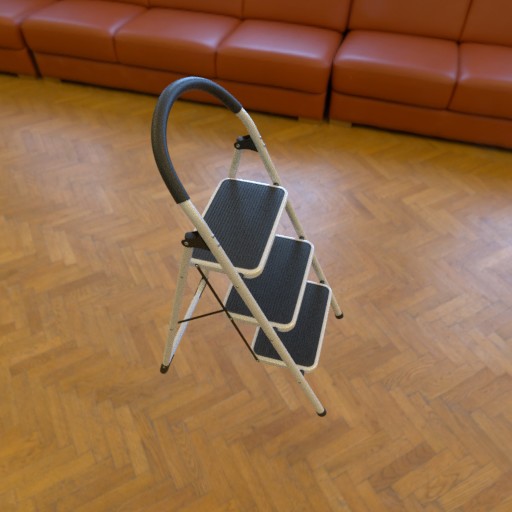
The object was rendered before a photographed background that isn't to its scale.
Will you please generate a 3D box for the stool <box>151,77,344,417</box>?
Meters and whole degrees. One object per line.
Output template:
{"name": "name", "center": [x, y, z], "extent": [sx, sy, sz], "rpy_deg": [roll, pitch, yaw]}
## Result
{"name": "stool", "center": [0.000, 0.000, 1.469], "extent": [0.676, 1.109, 0.485], "rpy_deg": [12, 49, 10]}
